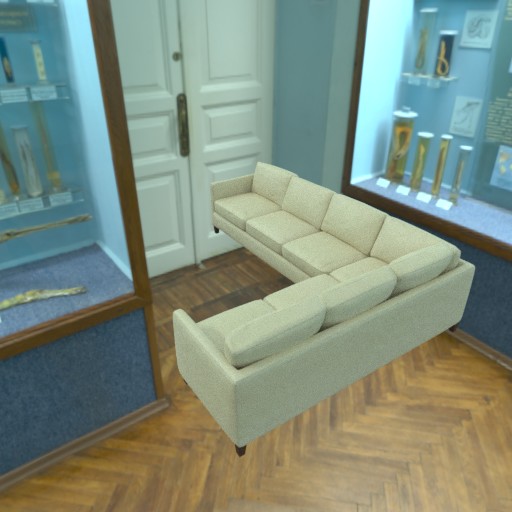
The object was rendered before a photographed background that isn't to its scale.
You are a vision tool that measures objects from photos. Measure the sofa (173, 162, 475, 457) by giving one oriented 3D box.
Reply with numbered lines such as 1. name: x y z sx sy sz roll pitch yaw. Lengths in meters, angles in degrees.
1. sofa: 0.000 0.000 4.622 2.593 0.947 3.302 -18 34 -29
